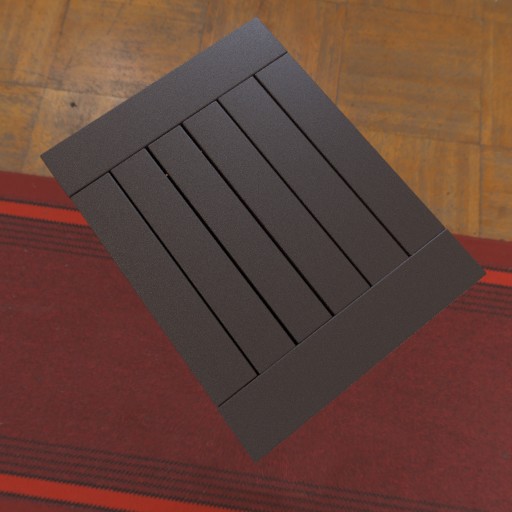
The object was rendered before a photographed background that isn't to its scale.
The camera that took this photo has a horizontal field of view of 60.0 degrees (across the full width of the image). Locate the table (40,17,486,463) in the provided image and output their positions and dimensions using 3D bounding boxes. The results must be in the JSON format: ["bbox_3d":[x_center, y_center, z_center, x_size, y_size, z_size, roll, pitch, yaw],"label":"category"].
[{"bbox_3d":[0.000,0.000,1.014,0.460,0.605,0.602,-36,79,-8],"label":"table"}]
